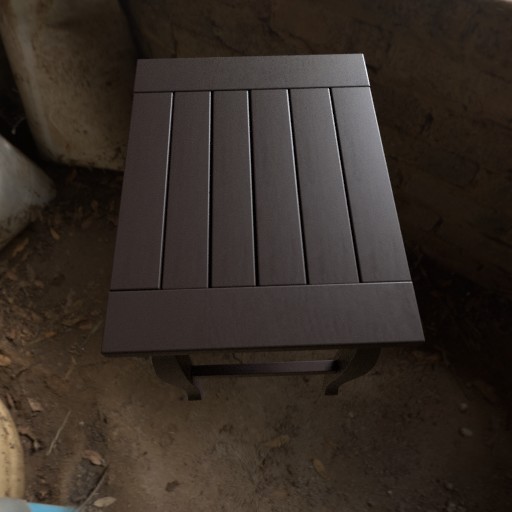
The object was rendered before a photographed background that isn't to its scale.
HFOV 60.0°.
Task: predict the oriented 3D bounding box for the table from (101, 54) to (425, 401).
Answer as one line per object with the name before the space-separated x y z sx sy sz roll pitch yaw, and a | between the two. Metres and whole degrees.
table | 0.000 0.000 1.030 0.460 0.605 0.602 -2 63 -1
